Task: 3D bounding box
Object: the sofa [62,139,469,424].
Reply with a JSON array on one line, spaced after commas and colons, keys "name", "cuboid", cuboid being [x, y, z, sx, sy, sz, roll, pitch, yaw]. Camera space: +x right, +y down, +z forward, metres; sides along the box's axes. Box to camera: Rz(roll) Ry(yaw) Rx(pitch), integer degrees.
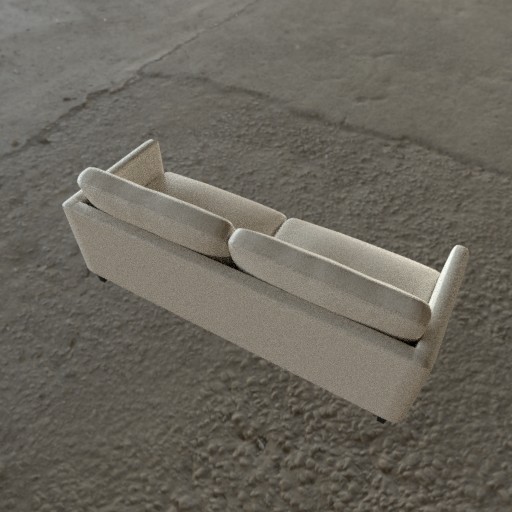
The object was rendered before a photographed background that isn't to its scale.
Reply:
[{"name": "sofa", "cuboid": [0.000, 0.000, 2.951, 2.434, 0.965, 0.948, 23, 51, 20]}]
